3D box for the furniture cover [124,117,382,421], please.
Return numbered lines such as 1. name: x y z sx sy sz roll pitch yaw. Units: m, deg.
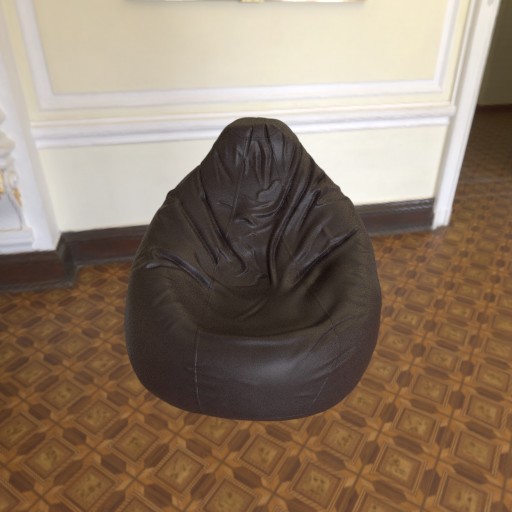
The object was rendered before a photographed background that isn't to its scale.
1. furniture cover: 0.000 0.000 1.871 1.070 0.990 1.070 0 30 1
